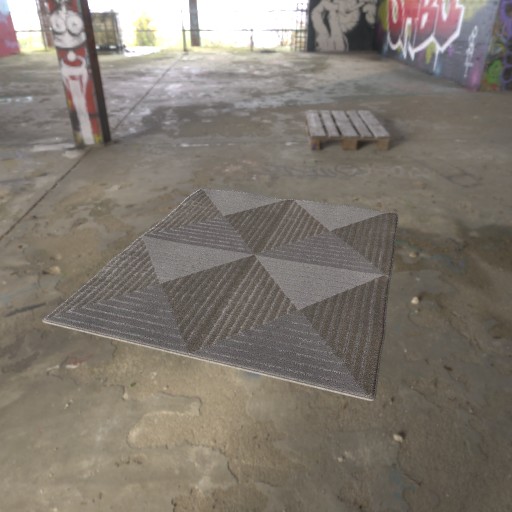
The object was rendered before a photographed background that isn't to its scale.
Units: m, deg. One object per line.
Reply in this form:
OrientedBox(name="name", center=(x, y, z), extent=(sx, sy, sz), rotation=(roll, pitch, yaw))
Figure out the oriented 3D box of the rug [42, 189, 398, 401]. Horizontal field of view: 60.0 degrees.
OrientedBox(name="rug", center=(0.000, 0.000, 0.928), extent=(0.551, 0.008, 0.642), rotation=(9, 31, 16))
